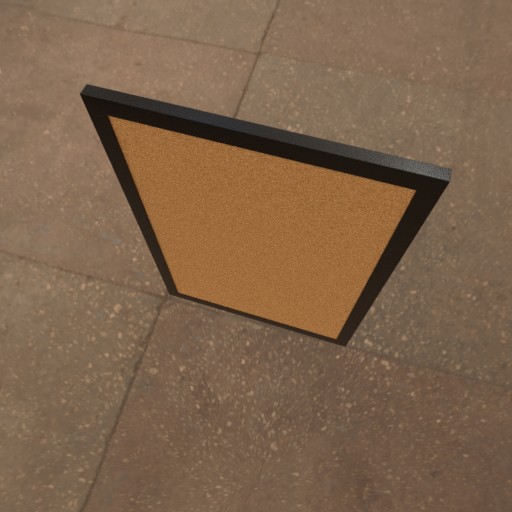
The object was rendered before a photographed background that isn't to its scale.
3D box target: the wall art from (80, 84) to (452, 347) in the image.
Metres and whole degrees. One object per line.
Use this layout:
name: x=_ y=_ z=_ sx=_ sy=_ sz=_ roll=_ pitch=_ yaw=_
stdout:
wall art: x=0.000 y=0.000 z=0.823 sx=0.462 sy=0.656 sz=0.019 roll=15 pitch=63 yaw=8
